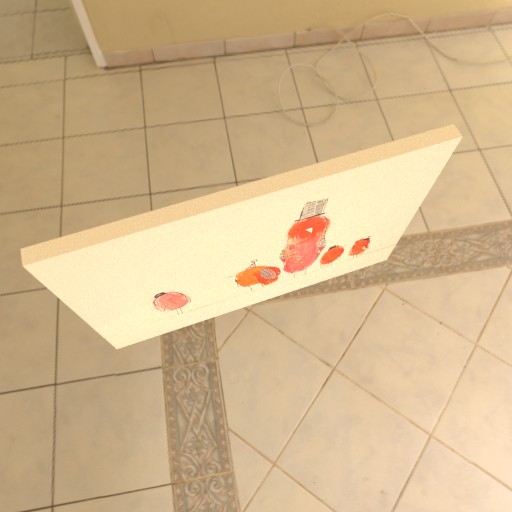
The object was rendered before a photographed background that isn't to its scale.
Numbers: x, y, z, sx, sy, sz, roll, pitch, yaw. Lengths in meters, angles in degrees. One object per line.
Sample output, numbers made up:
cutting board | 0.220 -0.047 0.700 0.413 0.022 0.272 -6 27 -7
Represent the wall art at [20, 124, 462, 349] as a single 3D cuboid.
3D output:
wall art | 0.000 0.000 1.155 0.914 0.609 0.038 -17 65 -8
